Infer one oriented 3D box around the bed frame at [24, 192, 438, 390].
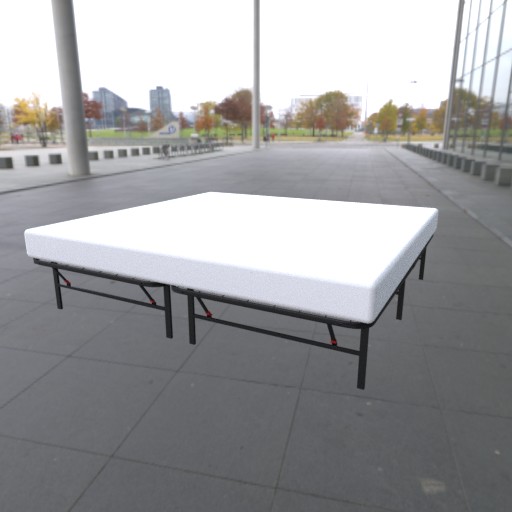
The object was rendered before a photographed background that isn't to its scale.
[{"bbox_3d":[0.000,0.000,2.982,2.033,0.525,1.935,8,18,27],"label":"bed frame"}]
